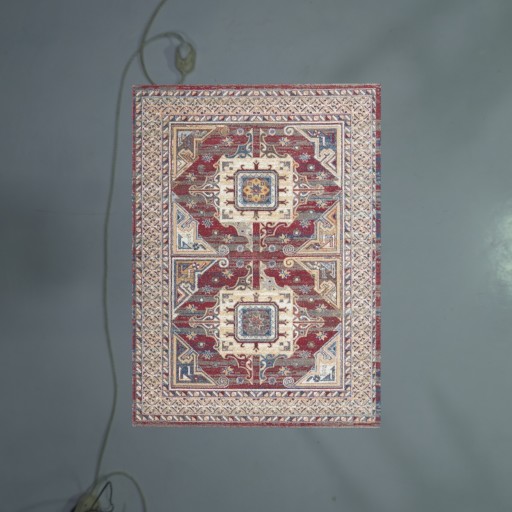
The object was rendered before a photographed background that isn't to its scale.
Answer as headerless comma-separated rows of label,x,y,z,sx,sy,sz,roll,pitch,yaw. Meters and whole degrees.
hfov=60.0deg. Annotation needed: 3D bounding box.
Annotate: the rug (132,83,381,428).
rug,0.000,0.000,2.855,1.599,0.011,2.210,0,90,1
